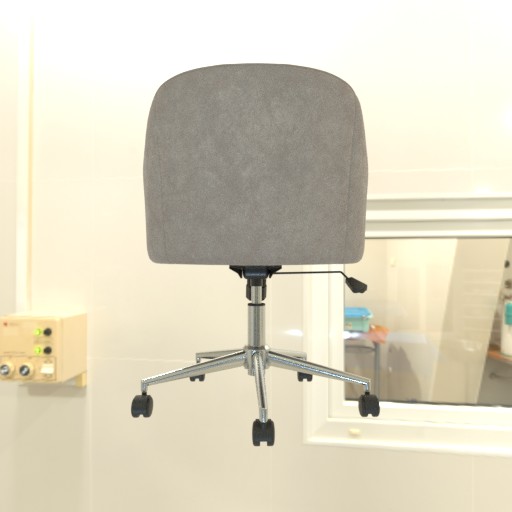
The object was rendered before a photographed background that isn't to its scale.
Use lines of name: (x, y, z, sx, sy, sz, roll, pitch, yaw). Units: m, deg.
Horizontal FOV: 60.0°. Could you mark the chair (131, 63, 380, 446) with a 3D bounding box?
chair: (0.000, 0.000, 1.227, 0.635, 0.831, 0.573, 0, 0, 0)
